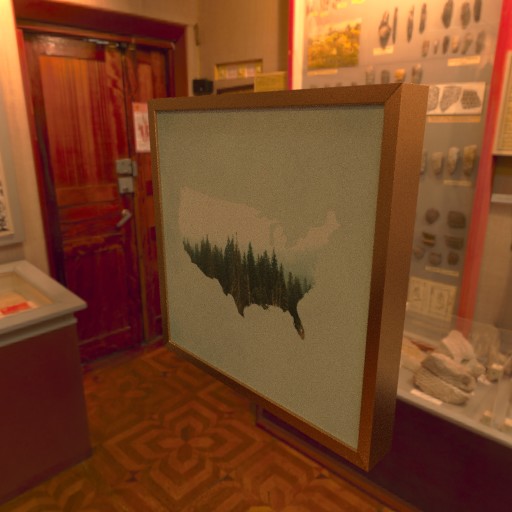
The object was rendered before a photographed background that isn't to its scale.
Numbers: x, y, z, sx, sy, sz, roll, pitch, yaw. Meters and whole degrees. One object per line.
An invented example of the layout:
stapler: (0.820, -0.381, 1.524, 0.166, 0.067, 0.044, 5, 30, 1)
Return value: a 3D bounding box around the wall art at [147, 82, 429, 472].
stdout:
wall art: (0.000, 0.000, 0.443, 0.038, 0.304, 0.304, -16, 23, -42)
